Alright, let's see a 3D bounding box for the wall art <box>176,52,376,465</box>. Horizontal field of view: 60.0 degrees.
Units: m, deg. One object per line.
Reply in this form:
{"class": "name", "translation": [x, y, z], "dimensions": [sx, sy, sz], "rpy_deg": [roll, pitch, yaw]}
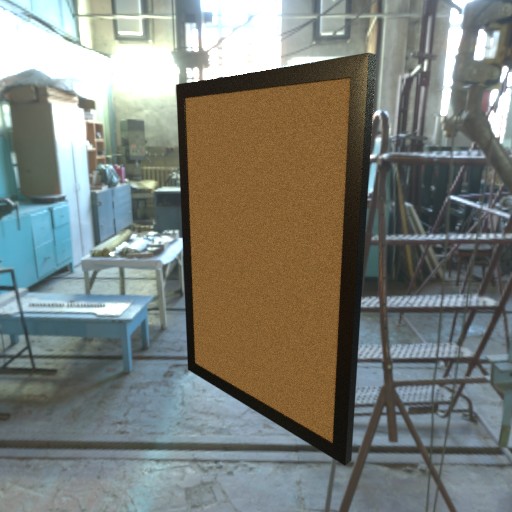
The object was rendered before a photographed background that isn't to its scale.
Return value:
{"class": "wall art", "translation": [0.000, 0.000, 0.848], "dimensions": [0.019, 0.656, 0.462], "rpy_deg": [-13, 19, -42]}
